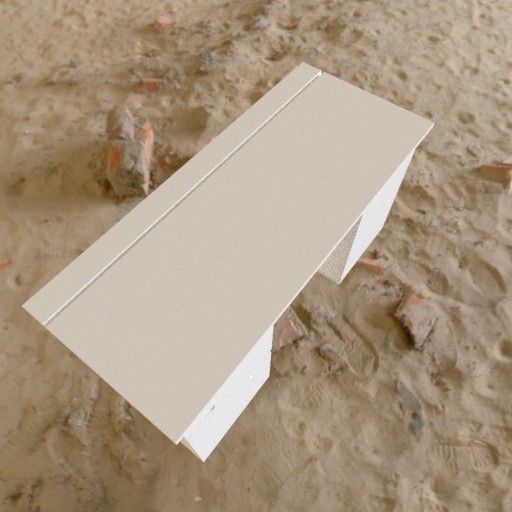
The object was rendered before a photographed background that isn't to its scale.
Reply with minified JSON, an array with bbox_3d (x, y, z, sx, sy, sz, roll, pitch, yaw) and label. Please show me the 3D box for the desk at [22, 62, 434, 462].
[{"bbox_3d":[0.000,0.000,1.957,0.670,0.760,1.580,33,64,19],"label":"desk"}]
